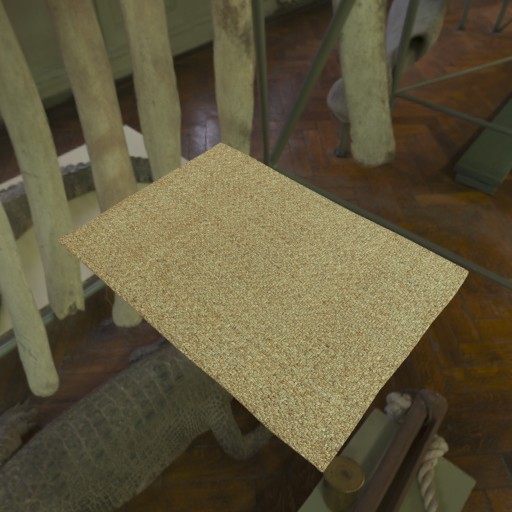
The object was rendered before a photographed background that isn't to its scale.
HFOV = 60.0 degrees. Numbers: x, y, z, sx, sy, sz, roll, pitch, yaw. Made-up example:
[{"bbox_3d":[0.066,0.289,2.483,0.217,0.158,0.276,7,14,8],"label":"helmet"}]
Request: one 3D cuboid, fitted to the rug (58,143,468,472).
[{"bbox_3d":[0.000,0.000,2.784,2.141,0.013,1.566,33,55,27],"label":"rug"}]
